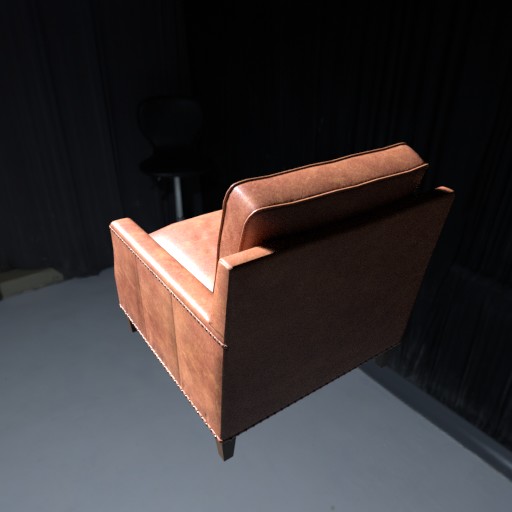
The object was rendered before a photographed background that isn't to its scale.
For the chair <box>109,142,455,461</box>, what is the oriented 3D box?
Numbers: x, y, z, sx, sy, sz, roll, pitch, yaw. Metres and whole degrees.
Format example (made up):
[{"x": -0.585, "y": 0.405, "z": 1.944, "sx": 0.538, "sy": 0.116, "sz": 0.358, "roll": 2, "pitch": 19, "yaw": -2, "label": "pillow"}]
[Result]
[{"x": 0.000, "y": 0.000, "z": 1.711, "sx": 0.853, "sy": 0.943, "sz": 1.014, "roll": -19, "pitch": 34, "yaw": -30, "label": "chair"}]
